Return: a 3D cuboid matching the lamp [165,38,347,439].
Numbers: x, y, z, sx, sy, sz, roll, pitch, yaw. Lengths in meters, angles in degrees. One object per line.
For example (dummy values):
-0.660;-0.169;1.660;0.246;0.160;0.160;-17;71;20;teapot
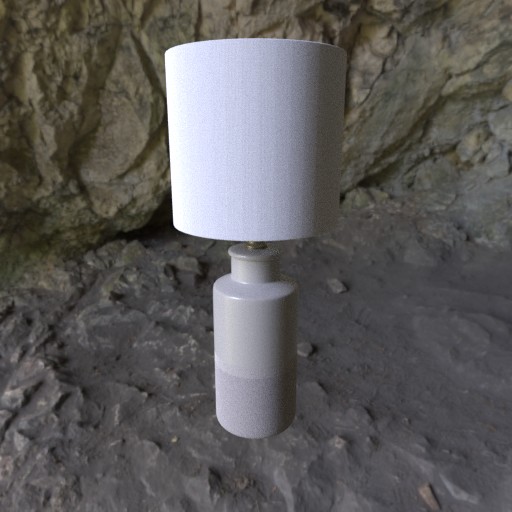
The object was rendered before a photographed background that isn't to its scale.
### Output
0.000;0.000;0.593;0.212;0.493;0.212;8;18;25;lamp
